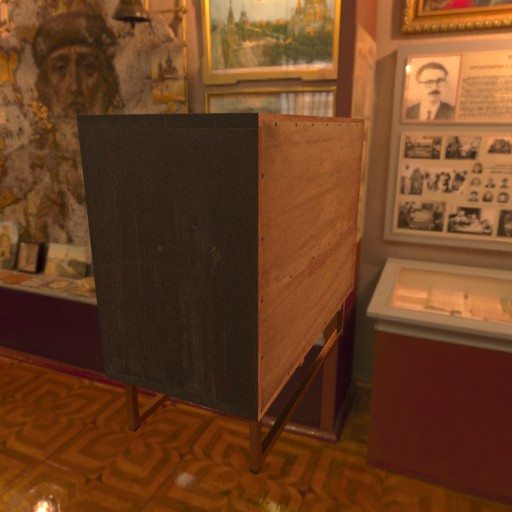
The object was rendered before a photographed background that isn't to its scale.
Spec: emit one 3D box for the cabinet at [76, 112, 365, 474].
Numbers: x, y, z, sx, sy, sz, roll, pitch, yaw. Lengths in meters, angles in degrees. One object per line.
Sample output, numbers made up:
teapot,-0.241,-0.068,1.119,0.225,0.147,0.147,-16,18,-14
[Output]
cabinet,0.000,0.000,1.440,0.451,0.860,0.950,7,18,24
